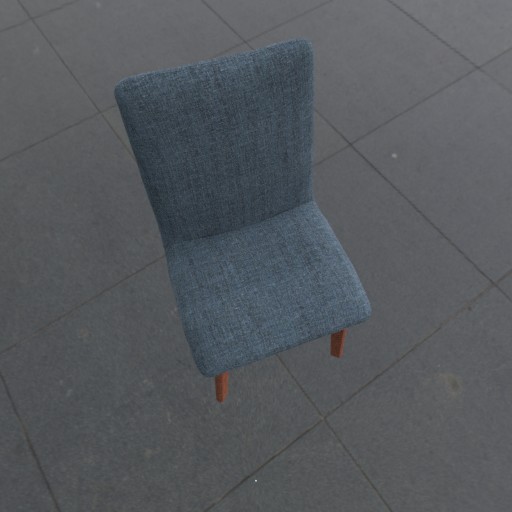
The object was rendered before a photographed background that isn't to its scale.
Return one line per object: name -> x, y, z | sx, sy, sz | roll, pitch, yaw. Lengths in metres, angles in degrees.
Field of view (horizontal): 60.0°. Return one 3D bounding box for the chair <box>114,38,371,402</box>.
chair -> 0.000, 0.000, 1.291 | 0.522, 0.974, 0.563 | -18, 65, -9
